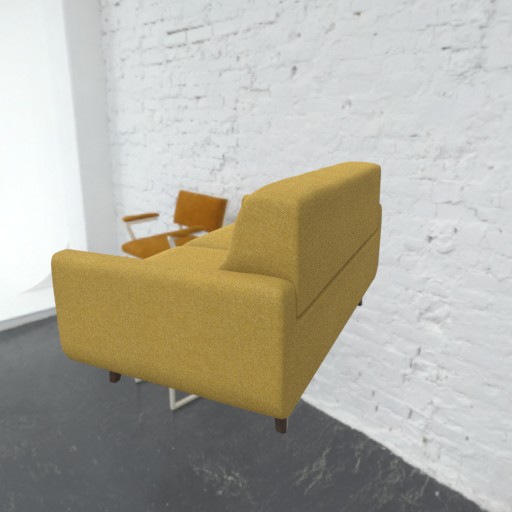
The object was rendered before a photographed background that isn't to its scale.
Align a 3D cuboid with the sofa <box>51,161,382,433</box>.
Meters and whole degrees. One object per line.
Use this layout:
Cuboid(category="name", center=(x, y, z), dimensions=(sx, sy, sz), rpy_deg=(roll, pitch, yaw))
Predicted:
Cuboid(category="sofa", center=(0.000, 0.000, 2.128), dimensions=(0.909, 0.841, 1.631), rpy_deg=(7, 18, 24))
